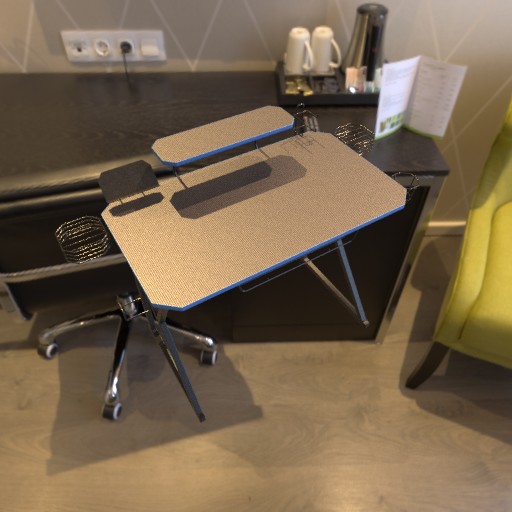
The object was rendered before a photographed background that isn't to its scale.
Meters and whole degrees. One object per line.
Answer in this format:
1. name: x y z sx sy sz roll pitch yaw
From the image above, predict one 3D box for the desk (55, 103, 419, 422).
1. desk: 0.000 0.000 1.767 1.295 0.909 0.594 -24 51 -21
